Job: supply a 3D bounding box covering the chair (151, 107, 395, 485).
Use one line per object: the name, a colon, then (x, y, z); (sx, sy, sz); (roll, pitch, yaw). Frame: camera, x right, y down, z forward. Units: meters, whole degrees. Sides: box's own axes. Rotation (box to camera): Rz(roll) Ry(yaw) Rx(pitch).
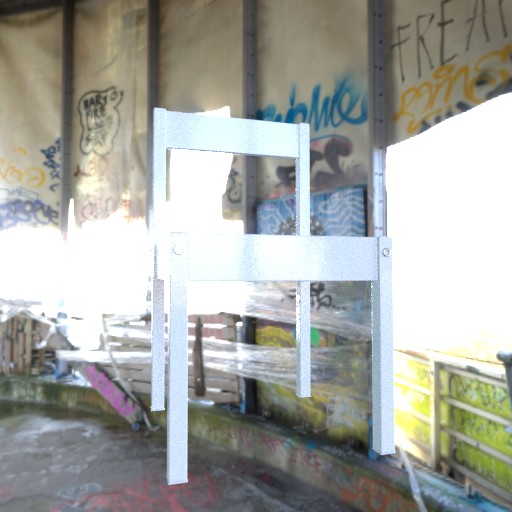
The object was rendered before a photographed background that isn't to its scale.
chair: (0.000, 0.000, 0.662); (0.285, 0.505, 0.285); (1, -2, -17)
